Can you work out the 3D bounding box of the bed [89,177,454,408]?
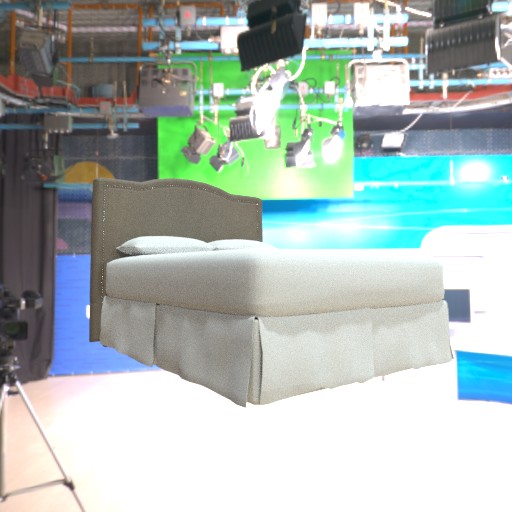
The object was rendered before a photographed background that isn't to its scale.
[{"bbox_3d":[0.000,0.000,3.233,1.744,1.441,2.128,1,-2,-37],"label":"bed"}]
